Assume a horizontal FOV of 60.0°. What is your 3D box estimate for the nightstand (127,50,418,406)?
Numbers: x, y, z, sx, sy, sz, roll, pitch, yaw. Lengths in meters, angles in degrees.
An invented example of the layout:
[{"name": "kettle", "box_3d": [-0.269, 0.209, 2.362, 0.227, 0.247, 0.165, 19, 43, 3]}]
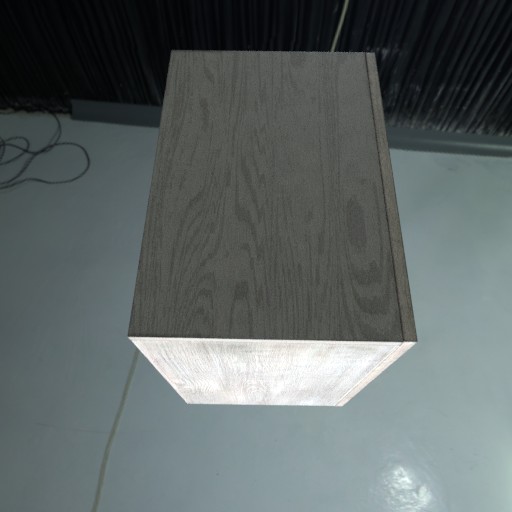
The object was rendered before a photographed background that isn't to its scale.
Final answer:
[{"name": "nightstand", "box_3d": [0.000, 0.000, 1.080, 0.483, 0.673, 0.612, 1, 63, 1]}]
